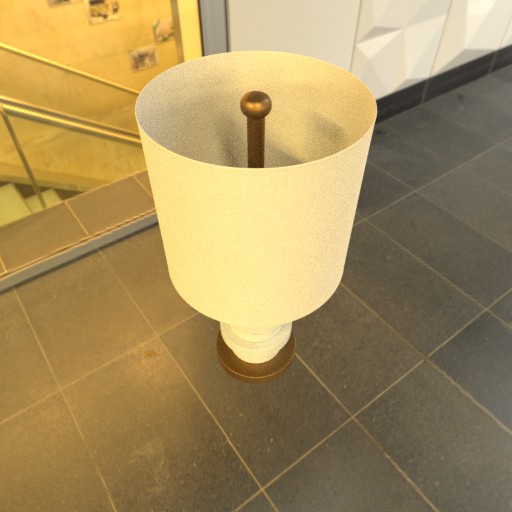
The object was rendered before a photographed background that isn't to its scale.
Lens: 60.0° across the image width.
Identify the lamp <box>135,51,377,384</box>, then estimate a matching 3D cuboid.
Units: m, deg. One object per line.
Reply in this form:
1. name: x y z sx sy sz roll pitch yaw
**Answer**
1. lamp: 0.000 0.000 0.535 0.210 0.410 0.210 26 52 23
